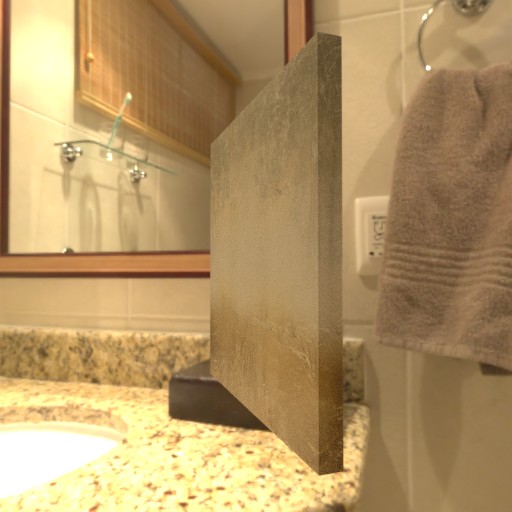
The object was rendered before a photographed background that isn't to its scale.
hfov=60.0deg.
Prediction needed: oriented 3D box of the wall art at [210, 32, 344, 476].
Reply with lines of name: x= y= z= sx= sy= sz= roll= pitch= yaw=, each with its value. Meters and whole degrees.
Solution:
wall art: x=0.000 y=0.000 z=0.901 sx=0.038 sy=0.610 sz=0.610 roll=0 pitch=-1 yaw=-20
